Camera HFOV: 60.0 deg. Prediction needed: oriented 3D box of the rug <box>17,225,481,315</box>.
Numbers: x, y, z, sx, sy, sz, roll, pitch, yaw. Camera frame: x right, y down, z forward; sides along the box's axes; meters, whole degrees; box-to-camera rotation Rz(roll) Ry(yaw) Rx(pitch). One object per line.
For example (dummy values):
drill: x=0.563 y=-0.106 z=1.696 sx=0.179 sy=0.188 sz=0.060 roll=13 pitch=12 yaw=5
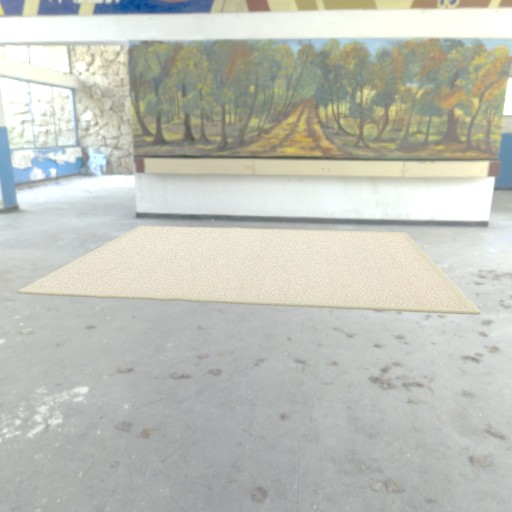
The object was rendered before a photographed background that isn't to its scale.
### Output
rug: x=0.000 y=0.000 z=4.754 sx=3.659 sy=0.037 sz=2.734 roll=2 pitch=16 yaw=7
